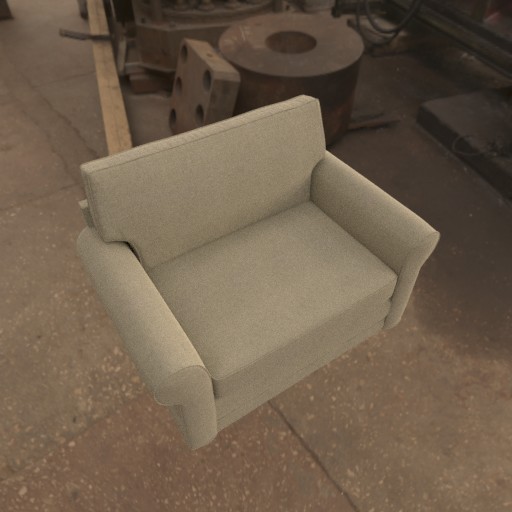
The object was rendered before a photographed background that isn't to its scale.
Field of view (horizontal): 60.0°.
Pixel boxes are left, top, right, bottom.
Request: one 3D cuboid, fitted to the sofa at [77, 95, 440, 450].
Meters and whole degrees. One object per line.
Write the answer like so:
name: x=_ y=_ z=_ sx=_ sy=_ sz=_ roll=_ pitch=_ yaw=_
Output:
sofa: x=0.000 y=0.000 z=2.066 sx=1.405 sy=0.991 sz=0.936 roll=-25 pitch=51 yaw=-23
